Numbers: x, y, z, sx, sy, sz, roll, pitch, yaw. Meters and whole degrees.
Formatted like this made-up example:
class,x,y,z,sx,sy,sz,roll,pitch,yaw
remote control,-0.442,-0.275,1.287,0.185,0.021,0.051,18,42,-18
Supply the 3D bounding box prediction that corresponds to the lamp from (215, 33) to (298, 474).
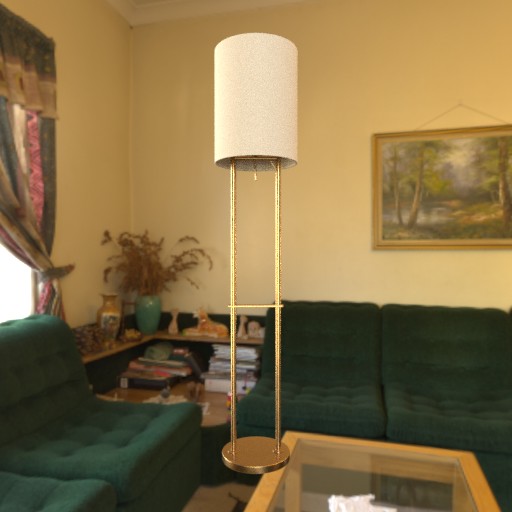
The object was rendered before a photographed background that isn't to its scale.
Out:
class,x,y,z,sx,sy,sz,roll,pitch,yaw
lamp,0.000,0.000,1.645,0.306,1.500,0.305,0,0,-2
